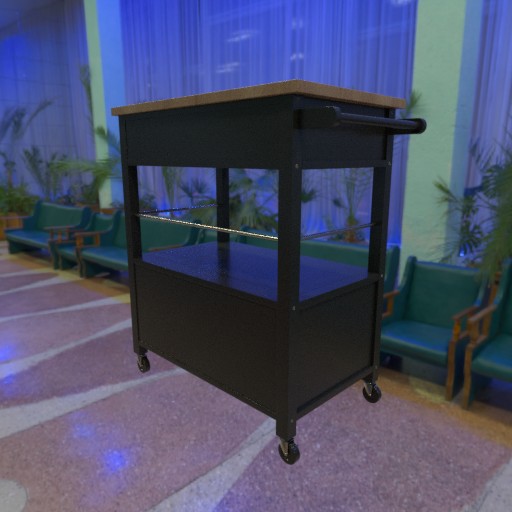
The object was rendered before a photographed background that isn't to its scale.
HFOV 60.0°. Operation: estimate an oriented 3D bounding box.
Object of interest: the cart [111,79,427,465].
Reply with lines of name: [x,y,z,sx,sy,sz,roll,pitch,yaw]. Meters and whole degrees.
cart: [0.000,0.000,1.371,0.840,0.901,0.459,12,18,43]
